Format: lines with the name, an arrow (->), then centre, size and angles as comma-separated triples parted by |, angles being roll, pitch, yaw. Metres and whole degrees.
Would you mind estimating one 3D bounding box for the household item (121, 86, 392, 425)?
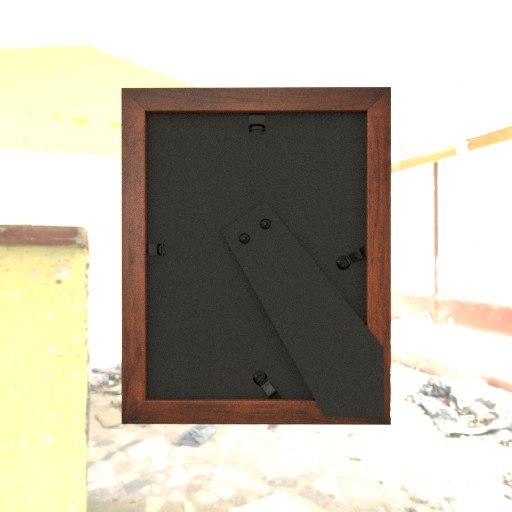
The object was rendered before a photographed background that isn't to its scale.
household item -> 0.000, 0.000, 0.336 | 0.200, 0.250, 0.020 | 0, 0, 1
